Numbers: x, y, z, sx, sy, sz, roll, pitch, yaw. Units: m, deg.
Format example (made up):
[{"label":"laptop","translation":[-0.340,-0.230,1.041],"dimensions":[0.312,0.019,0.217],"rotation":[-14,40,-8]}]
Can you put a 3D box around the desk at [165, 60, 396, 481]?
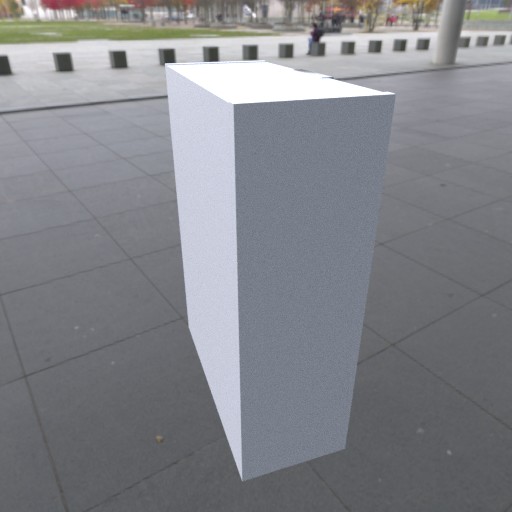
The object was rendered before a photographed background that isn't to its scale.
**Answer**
[{"label":"desk","translation":[0.000,0.000,1.565],"dimensions":[0.390,1.190,0.850],"rotation":[-9,30,-17]}]
